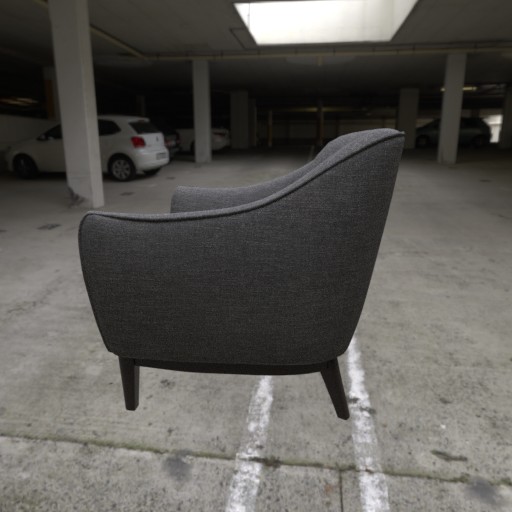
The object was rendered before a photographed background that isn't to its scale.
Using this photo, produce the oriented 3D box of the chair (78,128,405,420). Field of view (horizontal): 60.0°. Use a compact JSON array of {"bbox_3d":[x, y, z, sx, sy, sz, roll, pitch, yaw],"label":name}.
[{"bbox_3d":[0.000,0.000,1.536,0.851,0.829,0.870,2,14,7],"label":"chair"}]
